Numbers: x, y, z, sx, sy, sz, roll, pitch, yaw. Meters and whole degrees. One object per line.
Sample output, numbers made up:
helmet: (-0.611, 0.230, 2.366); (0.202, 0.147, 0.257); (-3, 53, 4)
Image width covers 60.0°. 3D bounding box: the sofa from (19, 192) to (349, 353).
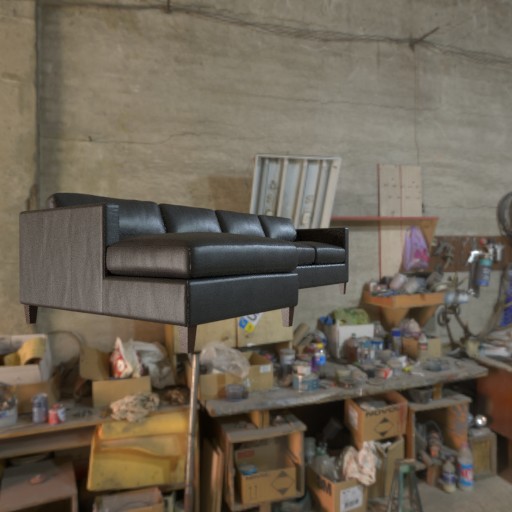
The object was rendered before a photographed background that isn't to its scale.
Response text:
sofa: (0.000, 0.000, 3.770); (1.581, 0.883, 3.203); (0, 1, 36)
